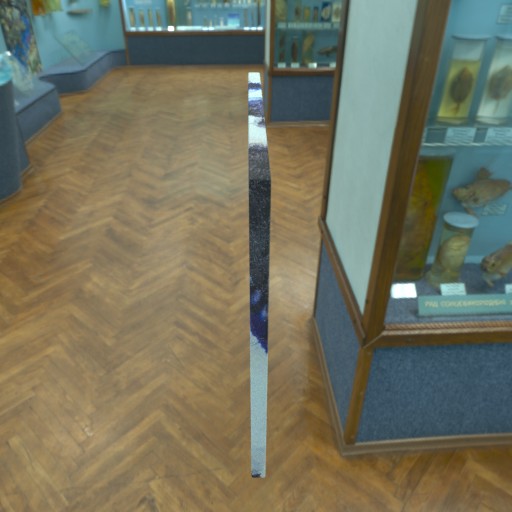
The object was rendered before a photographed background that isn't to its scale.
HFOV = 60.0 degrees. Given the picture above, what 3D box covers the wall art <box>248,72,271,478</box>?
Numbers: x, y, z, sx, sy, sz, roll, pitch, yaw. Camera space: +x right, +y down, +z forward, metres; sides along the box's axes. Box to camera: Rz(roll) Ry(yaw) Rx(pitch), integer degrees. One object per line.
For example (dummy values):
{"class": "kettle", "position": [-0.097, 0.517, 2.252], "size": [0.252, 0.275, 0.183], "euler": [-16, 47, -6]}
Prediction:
{"class": "wall art", "position": [0.000, 0.000, 1.351], "size": [0.038, 0.885, 0.887], "euler": [0, 33, -1]}
